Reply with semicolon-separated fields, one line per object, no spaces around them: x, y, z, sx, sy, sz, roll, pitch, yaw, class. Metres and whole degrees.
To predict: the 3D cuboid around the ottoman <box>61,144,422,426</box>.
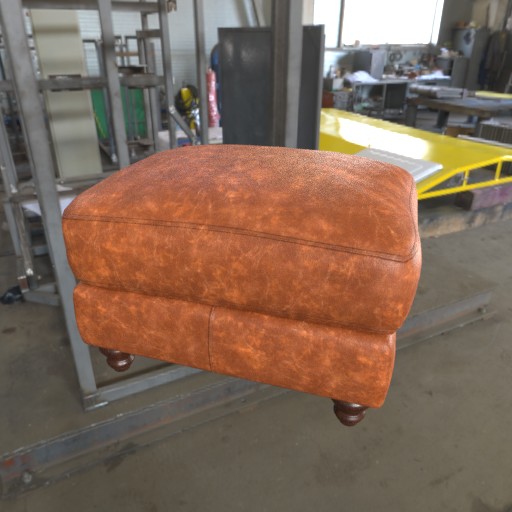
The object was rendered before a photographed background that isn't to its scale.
0.000;0.000;1.251;0.832;0.562;0.657;8;27;16;ottoman
